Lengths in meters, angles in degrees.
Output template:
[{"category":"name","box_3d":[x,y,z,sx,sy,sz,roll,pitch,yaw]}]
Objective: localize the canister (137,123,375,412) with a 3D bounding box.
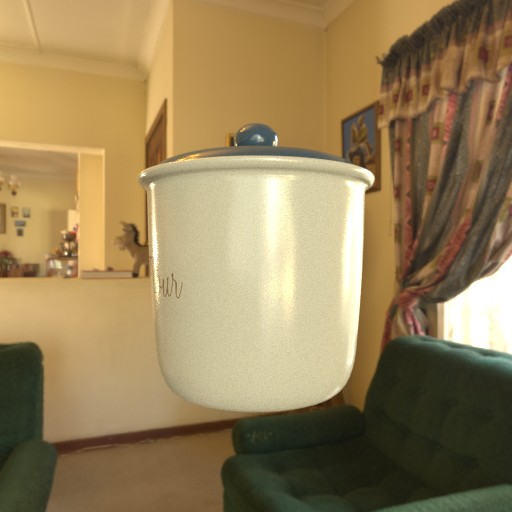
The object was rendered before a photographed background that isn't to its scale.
[{"category":"canister","box_3d":[0.000,0.000,0.351,0.182,0.208,0.182,0,0,0]}]
